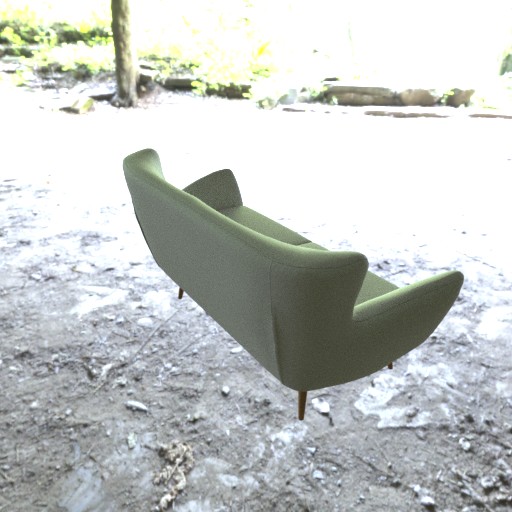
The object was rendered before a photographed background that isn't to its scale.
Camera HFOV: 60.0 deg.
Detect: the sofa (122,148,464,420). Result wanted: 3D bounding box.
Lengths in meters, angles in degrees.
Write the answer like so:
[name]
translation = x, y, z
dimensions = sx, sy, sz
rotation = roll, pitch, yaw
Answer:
[sofa]
translation = 0.000, 0.000, 2.436
dimensions = 0.899, 0.890, 1.930
rotation = -18, 33, -31
